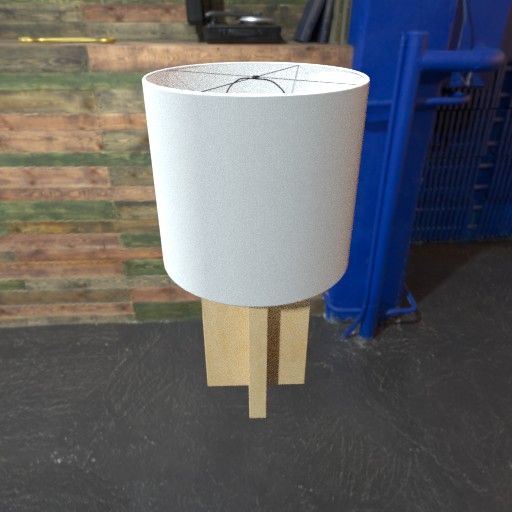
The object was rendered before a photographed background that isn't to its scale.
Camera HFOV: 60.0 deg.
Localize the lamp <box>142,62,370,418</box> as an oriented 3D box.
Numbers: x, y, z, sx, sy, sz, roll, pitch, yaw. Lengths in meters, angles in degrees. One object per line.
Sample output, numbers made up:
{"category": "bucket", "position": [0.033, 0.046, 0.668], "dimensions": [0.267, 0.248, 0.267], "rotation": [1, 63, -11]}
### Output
{"category": "lamp", "position": [0.000, 0.000, 0.561], "dimensions": [0.229, 0.428, 0.229], "rotation": [-1, 30, -2]}
